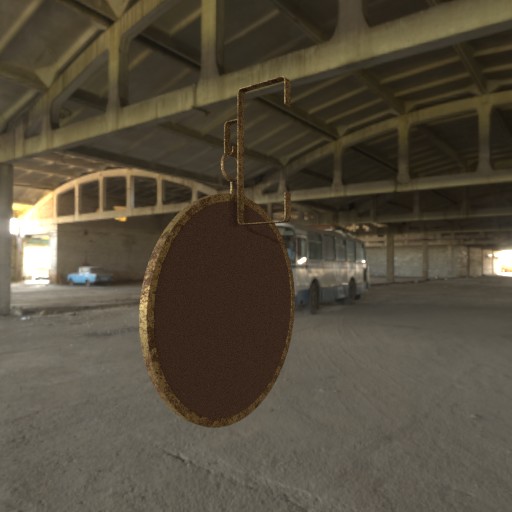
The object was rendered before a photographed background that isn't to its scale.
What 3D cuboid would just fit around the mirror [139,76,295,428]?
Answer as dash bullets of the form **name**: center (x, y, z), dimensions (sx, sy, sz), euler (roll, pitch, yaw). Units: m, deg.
- **mirror**: center (0.000, 0.000, 0.843), dimensions (0.144, 0.651, 0.447), euler (-1, -1, 36)
